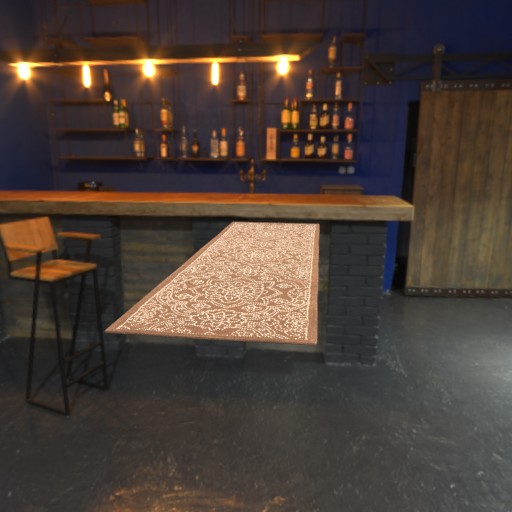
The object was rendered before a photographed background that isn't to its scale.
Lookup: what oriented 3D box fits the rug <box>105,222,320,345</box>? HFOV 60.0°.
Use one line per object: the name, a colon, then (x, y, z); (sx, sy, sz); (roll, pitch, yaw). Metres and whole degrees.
rug: (0.000, 0.000, 2.724); (0.769, 0.012, 2.448); (2, 14, 8)
